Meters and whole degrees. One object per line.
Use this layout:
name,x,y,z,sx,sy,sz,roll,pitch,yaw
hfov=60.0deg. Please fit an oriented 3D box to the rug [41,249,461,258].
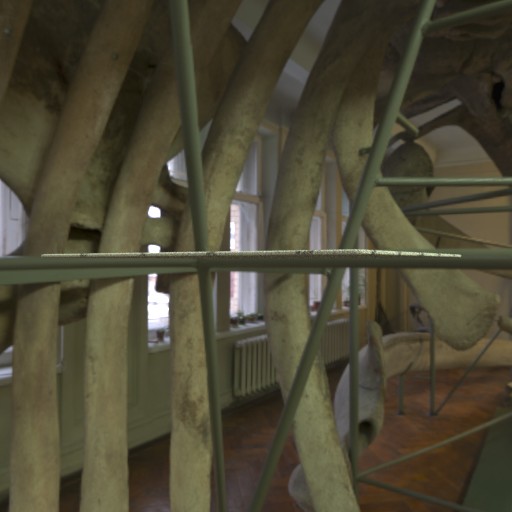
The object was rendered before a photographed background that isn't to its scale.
rug,0.000,0.000,4.091,3.047,0.029,2.438,0,-1,36
